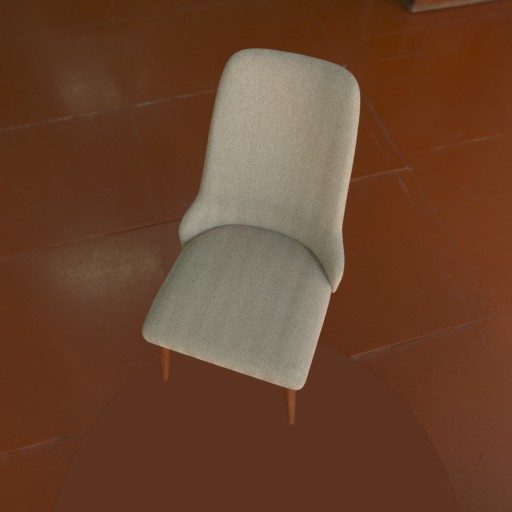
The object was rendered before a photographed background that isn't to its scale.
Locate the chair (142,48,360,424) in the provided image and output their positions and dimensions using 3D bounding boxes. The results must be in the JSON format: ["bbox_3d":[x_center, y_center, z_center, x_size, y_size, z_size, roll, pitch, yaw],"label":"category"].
[{"bbox_3d":[0.000,0.000,1.338,0.526,0.917,0.684,16,60,9],"label":"chair"}]
